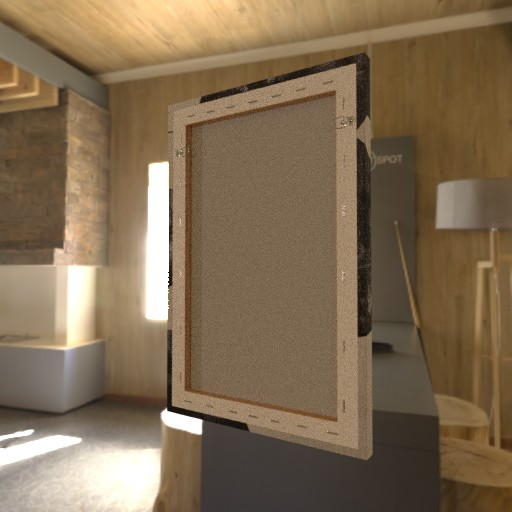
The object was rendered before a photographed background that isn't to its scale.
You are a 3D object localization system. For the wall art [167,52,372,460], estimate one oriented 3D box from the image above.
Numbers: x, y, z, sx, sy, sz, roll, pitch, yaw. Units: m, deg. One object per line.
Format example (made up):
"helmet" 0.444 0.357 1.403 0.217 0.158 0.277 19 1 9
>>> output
"wall art" 0.000 0.000 1.173 0.610 0.915 0.041 -1 -2 33
